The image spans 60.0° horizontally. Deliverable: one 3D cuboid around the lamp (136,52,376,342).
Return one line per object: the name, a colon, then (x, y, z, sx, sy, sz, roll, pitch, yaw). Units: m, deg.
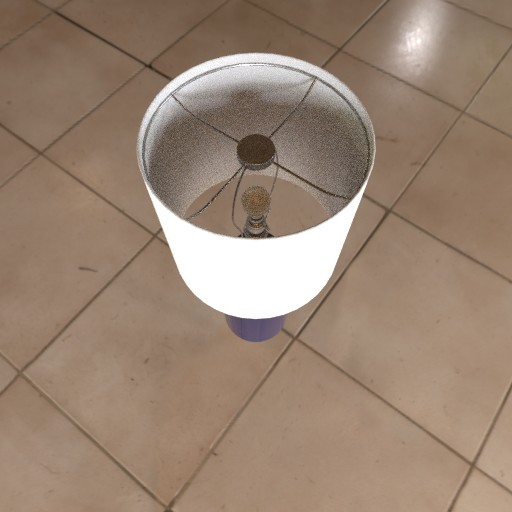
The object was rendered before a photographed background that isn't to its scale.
lamp: (0.000, 0.000, 0.616, 0.212, 0.493, 0.212, 33, 69, 15)
